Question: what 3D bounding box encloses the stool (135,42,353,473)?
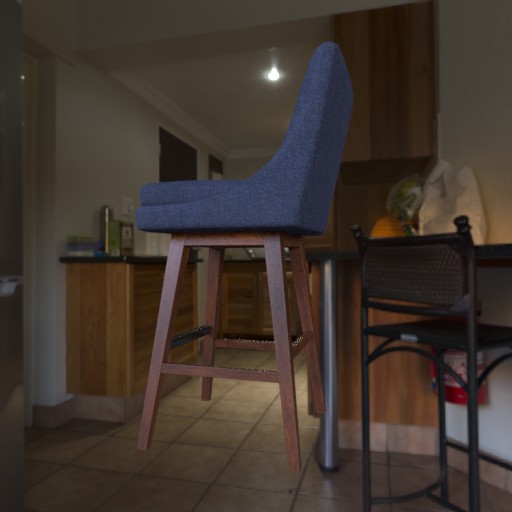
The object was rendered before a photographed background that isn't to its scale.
[{"bbox_3d":[0.000,0.000,1.366,0.572,1.068,0.489,0,0,17],"label":"stool"}]
